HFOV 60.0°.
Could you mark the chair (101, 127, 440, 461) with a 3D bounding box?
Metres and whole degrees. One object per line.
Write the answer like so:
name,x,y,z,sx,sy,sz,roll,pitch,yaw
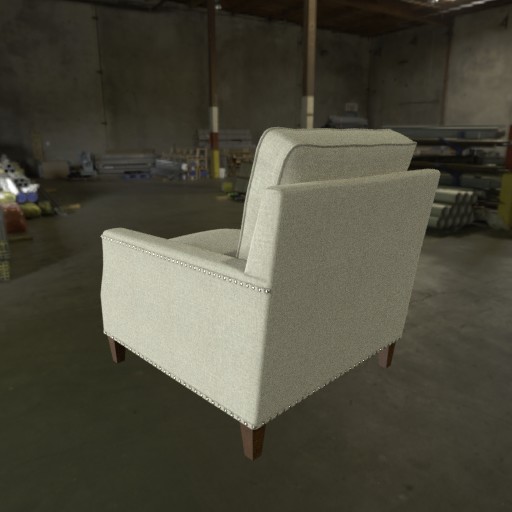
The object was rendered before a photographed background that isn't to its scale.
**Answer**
chair,0.000,0.000,1.713,0.853,0.943,1.014,-14,21,-43
